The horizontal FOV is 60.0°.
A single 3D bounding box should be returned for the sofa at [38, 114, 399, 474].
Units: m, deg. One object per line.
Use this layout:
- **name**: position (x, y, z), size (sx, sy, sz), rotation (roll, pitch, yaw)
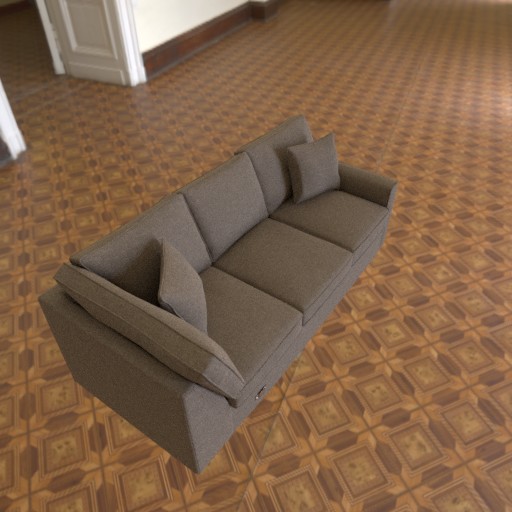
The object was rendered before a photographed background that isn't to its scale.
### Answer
- **sofa**: position (0.000, 0.000, 2.853), size (1.061, 0.962, 2.317), rotation (25, 46, 26)
